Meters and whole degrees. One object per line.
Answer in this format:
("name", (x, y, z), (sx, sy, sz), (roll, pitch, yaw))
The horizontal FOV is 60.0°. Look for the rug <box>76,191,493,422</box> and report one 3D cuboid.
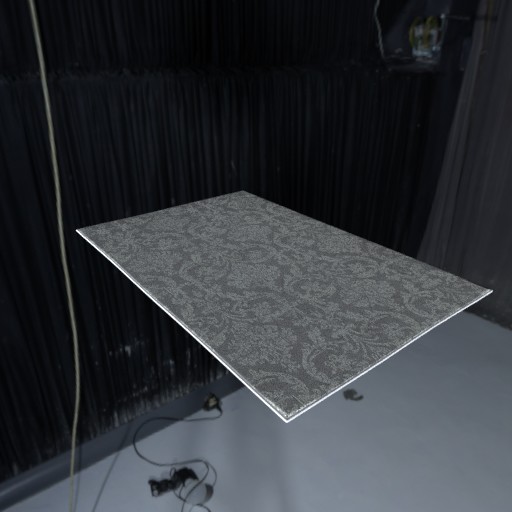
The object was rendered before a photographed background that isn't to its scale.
("rug", (0.000, 0.000, 3.384), (1.819, 0.018, 2.746), (-19, 32, -34))
